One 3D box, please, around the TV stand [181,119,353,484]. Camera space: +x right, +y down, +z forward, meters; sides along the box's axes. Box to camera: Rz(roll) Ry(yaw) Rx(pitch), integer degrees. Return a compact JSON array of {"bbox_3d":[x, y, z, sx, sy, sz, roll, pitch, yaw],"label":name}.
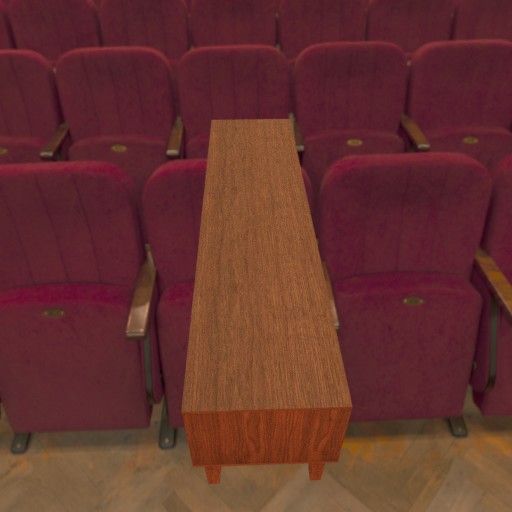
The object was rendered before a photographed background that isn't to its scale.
[{"bbox_3d":[0.000,0.000,1.640,0.366,0.409,1.482,-1,41,-1],"label":"TV stand"}]
